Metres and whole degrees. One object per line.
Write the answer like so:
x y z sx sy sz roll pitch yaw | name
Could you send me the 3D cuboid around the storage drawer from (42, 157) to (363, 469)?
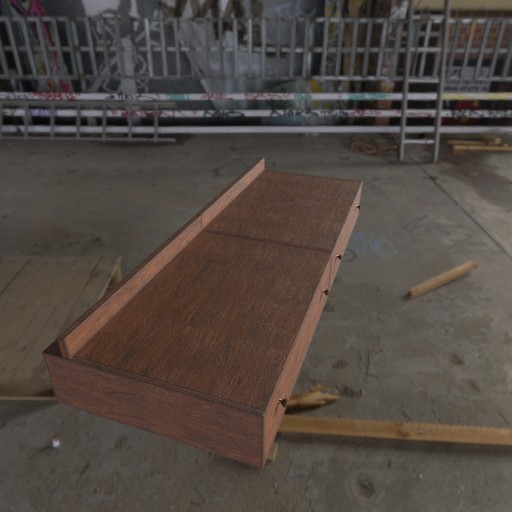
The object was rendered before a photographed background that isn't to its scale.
0.000 0.000 2.133 0.774 0.339 1.914 10 32 17 | storage drawer
